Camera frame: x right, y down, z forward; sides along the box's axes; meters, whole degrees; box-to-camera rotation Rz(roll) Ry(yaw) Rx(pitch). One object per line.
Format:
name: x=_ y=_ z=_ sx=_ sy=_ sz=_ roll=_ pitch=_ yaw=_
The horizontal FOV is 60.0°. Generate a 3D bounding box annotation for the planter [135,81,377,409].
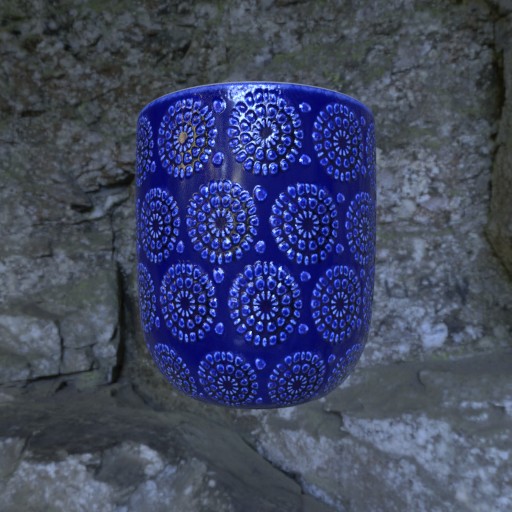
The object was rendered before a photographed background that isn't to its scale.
planter: x=0.000 y=0.000 z=0.350 sx=0.184 sy=0.206 sz=0.184 roll=0 pitch=-1 yaw=0
